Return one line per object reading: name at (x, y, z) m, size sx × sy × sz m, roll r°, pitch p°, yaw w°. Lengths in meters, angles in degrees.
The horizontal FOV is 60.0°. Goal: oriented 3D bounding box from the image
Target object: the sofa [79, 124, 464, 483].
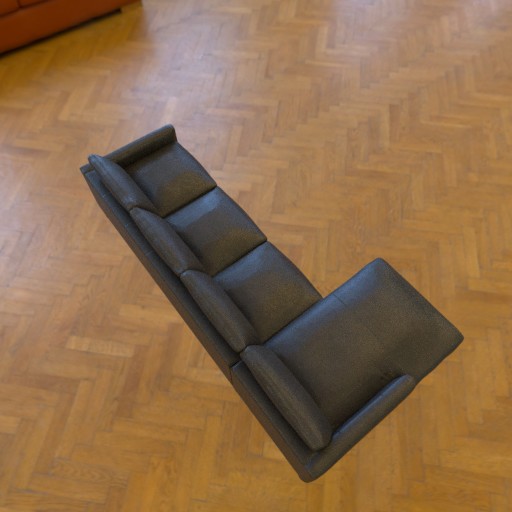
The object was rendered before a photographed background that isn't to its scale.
sofa at (0.000, 0.000, 3.544) m, size 1.471 × 0.859 × 2.993 m, roll -34°, pitch 65°, yaw -18°
